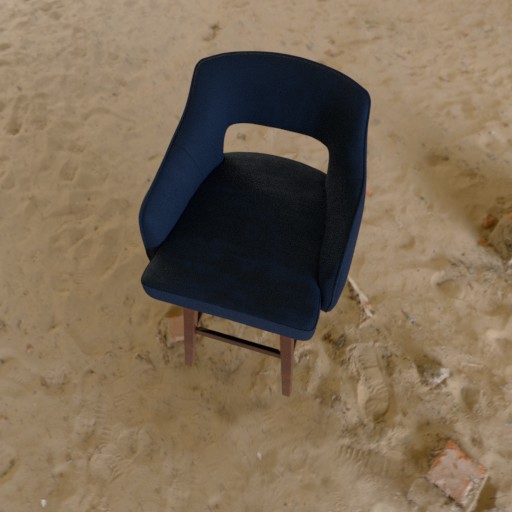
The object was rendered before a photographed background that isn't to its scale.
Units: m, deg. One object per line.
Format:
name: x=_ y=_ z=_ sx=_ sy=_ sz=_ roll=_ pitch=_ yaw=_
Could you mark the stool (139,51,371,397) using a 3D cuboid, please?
stool: x=0.000 y=0.000 z=1.386 sx=0.550 sy=1.041 sz=0.560 roll=15 pitch=60 yaw=9
